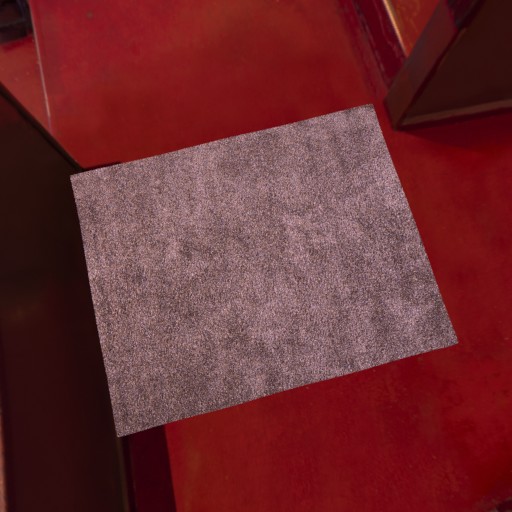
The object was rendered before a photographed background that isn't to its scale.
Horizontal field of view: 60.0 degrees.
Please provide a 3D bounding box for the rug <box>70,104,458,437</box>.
[{"bbox_3d":[0.000,0.000,4.019,3.000,0.025,2.401,-14,77,-3],"label":"rug"}]
